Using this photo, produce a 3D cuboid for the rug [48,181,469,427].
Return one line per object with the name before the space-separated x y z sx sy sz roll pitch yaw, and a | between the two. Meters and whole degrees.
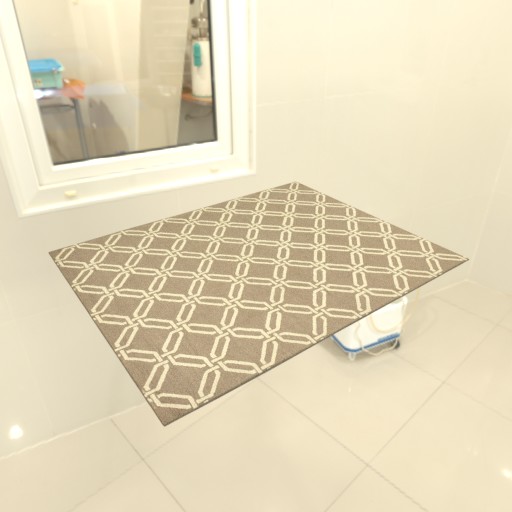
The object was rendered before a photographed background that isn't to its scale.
rug | 0.000 0.000 3.879 2.895 0.018 2.288 -21 36 -31
